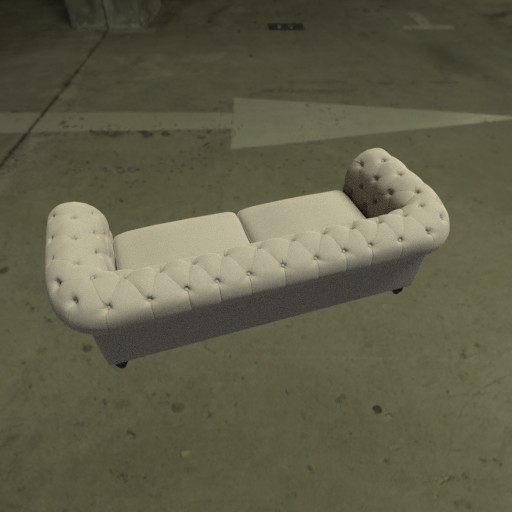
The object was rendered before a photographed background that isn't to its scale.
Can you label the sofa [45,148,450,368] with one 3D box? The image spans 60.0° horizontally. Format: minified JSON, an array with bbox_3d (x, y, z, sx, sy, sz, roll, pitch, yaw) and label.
[{"bbox_3d":[0.000,0.000,2.842,2.411,0.749,0.991,-13,43,-14],"label":"sofa"}]
